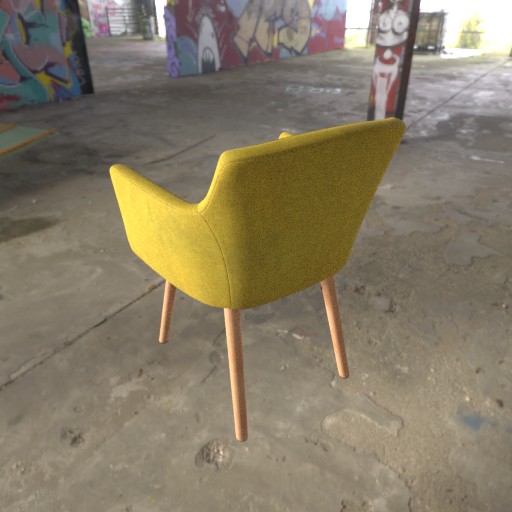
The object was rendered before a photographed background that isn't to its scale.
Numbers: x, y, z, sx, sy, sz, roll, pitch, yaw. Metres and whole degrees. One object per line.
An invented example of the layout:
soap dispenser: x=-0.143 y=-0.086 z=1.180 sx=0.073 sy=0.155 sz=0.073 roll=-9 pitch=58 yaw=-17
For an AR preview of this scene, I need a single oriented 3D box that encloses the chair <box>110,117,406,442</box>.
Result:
chair: x=0.000 y=0.000 z=1.194 sx=0.570 sy=0.780 sz=0.570 roll=-20 pitch=35 yaw=-30
